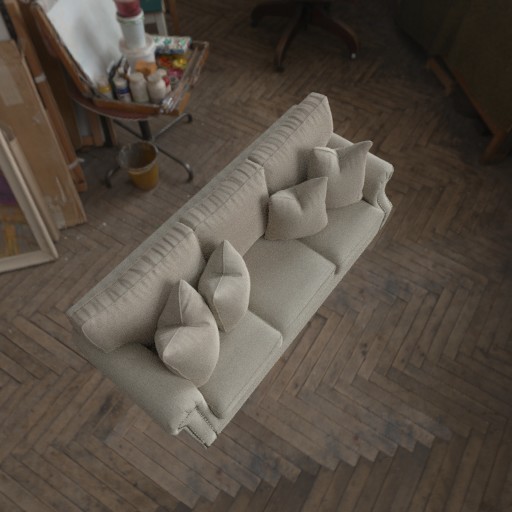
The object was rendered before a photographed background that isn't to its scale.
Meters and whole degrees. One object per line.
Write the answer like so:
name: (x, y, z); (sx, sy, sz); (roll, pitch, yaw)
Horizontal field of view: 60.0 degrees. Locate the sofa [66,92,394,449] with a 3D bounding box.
sofa: (0.000, 0.000, 2.919); (0.965, 0.975, 2.312); (34, 65, 19)
